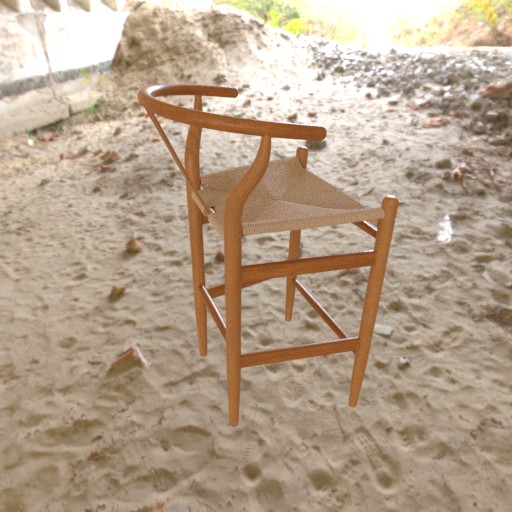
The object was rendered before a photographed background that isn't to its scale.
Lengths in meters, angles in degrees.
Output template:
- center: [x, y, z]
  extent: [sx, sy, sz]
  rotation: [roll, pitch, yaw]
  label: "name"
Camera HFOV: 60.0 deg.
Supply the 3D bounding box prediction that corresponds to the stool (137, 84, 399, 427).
- center: [0.000, 0.000, 1.344]
  extent: [0.579, 0.970, 0.569]
  rotation: [-11, 31, -19]
  label: "stool"
